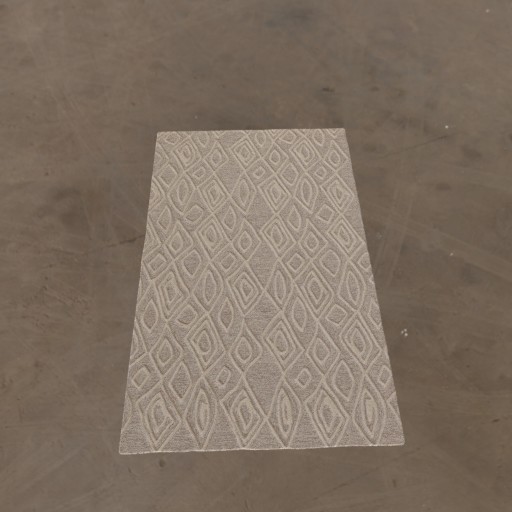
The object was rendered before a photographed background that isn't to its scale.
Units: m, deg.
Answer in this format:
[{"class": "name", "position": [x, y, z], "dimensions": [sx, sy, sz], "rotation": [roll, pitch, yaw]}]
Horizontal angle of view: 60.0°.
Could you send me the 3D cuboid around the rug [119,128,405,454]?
[{"class": "rug", "position": [0.000, 0.000, 3.012], "dimensions": [1.546, 0.010, 2.442], "rotation": [-1, 58, -1]}]
